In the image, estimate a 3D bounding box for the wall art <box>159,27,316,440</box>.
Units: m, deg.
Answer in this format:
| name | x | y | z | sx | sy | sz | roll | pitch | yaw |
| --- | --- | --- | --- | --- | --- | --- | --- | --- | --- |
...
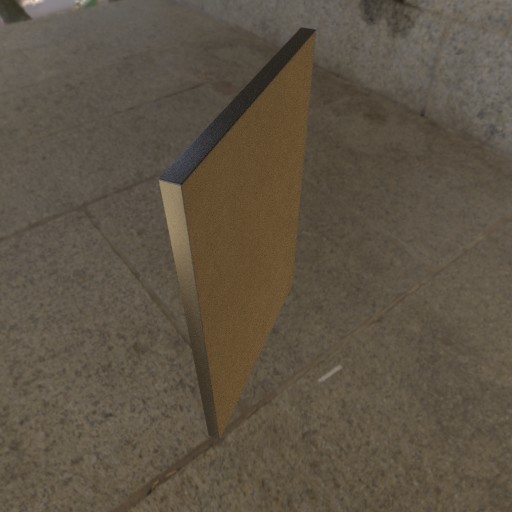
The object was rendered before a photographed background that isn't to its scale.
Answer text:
| name | x | y | z | sx | sy | sz | roll | pitch | yaw |
| --- | --- | --- | --- | --- | --- | --- | --- | --- | --- |
| wall art | 0.000 | 0.000 | 0.574 | 0.019 | 0.455 | 0.314 | 17 | 49 | 15 |
